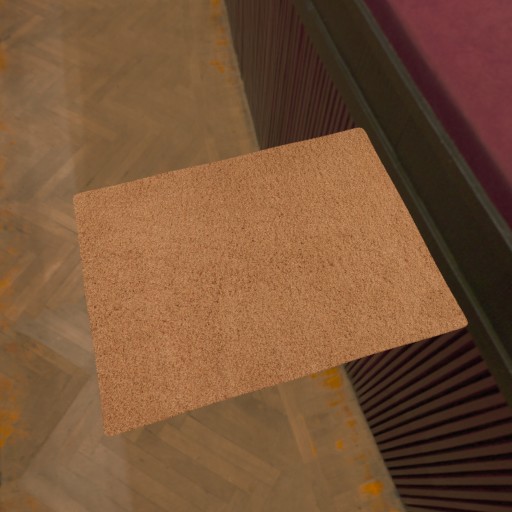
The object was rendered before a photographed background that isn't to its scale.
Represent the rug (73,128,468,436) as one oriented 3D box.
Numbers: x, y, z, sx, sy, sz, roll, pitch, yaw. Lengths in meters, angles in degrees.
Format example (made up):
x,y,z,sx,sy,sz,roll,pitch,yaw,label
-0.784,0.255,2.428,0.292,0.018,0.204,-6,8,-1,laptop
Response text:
x,y,z,sx,sy,sz,roll,pitch,yaw,label
0.000,0.000,2.111,1.600,0.025,1.199,-15,64,-7,rug
